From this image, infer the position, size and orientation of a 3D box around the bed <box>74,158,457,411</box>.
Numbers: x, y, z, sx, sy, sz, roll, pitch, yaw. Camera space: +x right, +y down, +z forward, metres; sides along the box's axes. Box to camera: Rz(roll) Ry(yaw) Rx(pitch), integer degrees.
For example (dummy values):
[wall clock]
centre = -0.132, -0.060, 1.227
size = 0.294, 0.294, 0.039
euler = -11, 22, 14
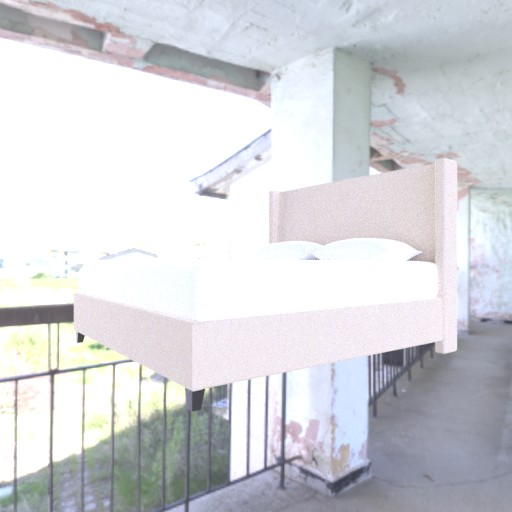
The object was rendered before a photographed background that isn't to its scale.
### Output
[bed]
centre = 0.000, 0.000, 3.599
size = 2.293, 1.471, 2.145
euler = 0, 0, -36
